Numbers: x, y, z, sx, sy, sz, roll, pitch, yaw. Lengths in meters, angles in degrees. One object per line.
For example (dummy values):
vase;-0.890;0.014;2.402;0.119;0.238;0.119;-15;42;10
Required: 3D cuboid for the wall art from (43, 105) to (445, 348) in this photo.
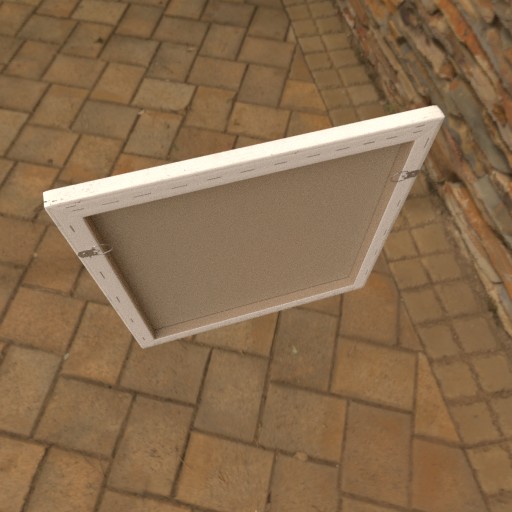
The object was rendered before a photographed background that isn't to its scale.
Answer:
wall art;0.000;0.000;1.141;0.762;0.762;0.038;-14;61;-8
